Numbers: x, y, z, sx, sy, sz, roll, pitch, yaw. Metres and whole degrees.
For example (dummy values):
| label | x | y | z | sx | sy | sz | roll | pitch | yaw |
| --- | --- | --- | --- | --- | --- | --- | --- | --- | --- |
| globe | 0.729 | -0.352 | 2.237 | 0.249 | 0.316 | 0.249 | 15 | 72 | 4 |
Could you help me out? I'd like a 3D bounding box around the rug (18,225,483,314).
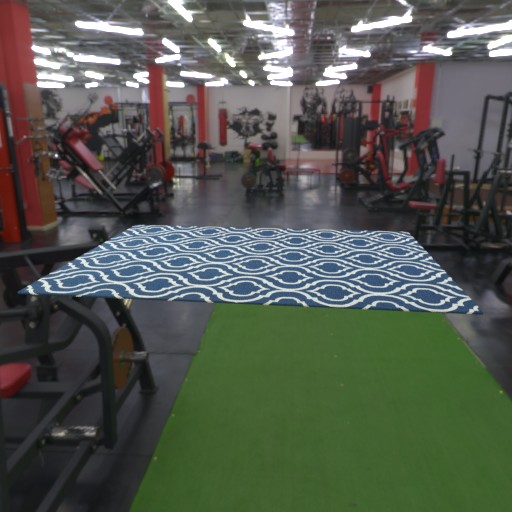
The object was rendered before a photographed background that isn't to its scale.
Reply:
| label | x | y | z | sx | sy | sz | roll | pitch | yaw |
| --- | --- | --- | --- | --- | --- | --- | --- | --- | --- |
| rug | 0.000 | 0.000 | 2.732 | 2.134 | 0.010 | 1.524 | 2 | 16 | 6 |
